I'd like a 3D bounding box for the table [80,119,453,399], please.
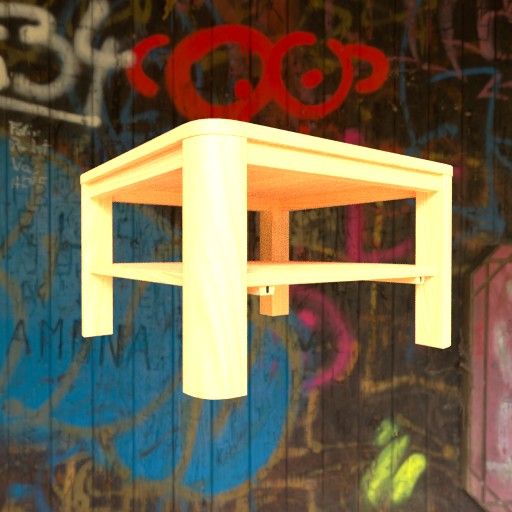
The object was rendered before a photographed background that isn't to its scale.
[{"bbox_3d":[0.000,0.000,1.207,0.750,0.450,0.750,-1,1,-36],"label":"table"}]
